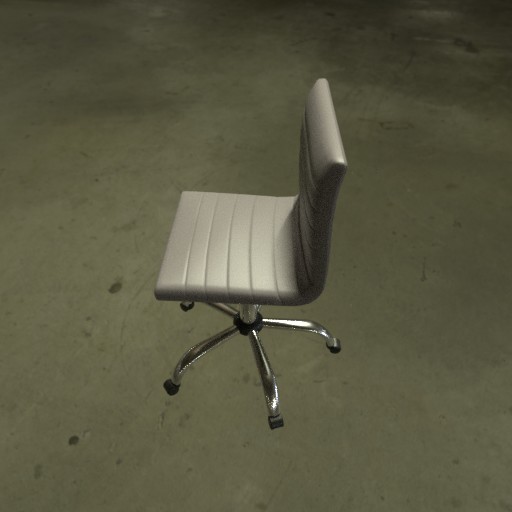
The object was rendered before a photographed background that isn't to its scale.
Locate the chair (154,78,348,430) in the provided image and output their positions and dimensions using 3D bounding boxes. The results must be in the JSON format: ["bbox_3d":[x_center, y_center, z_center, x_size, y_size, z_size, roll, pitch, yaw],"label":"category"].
[{"bbox_3d":[0.000,0.000,1.143,0.530,0.780,0.556,1,42,1],"label":"chair"}]
